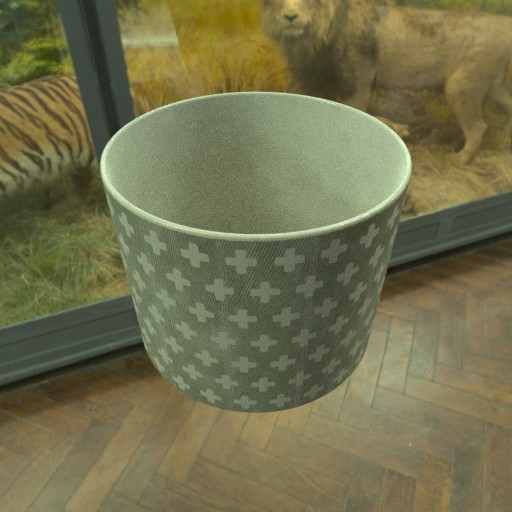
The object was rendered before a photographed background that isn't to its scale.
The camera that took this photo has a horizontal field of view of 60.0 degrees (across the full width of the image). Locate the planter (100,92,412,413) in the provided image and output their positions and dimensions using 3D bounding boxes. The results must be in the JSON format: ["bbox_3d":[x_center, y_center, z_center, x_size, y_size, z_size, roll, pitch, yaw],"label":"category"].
[{"bbox_3d":[0.000,0.000,0.337,0.190,0.181,0.190,0,40,0],"label":"planter"}]
